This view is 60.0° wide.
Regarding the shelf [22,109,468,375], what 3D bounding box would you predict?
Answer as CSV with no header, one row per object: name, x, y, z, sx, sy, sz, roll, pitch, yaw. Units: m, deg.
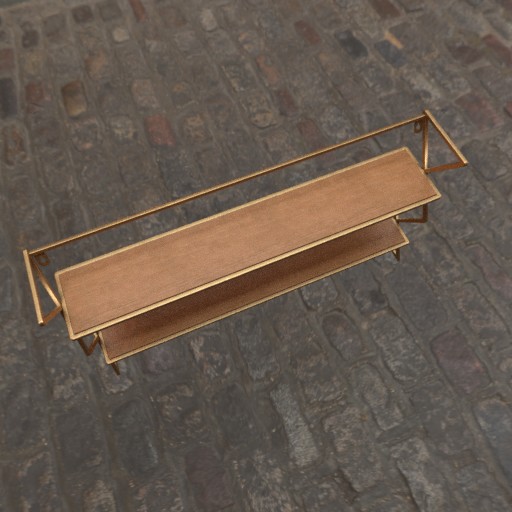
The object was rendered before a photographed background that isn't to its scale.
shelf,0.000,0.000,1.012,0.822,0.450,0.150,-21,67,-9
